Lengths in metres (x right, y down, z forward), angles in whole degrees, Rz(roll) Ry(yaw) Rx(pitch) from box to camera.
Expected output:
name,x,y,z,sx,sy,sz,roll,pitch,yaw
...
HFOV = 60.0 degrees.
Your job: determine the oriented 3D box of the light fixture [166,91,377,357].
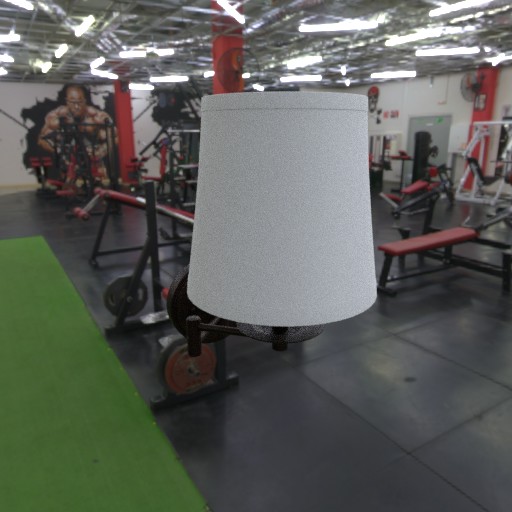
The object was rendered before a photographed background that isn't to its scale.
name,x,y,z,sx,sy,sz,roll,pitch,yaw
light fixture,0.000,0.000,0.261,0.100,0.172,0.157,-8,18,-27
